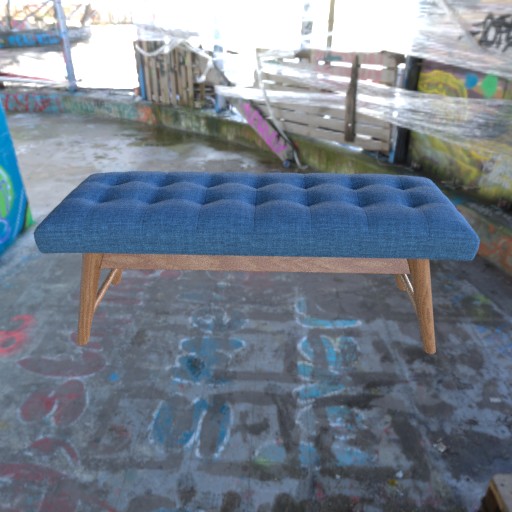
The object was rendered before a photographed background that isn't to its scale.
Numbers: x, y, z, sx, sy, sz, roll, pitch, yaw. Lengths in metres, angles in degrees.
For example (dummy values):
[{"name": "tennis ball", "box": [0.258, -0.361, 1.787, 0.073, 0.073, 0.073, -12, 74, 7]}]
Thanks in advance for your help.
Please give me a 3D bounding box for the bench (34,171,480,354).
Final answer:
[{"name": "bench", "box": [0.000, 0.000, 1.356, 1.118, 0.432, 0.406, 1, 30, 2]}]
